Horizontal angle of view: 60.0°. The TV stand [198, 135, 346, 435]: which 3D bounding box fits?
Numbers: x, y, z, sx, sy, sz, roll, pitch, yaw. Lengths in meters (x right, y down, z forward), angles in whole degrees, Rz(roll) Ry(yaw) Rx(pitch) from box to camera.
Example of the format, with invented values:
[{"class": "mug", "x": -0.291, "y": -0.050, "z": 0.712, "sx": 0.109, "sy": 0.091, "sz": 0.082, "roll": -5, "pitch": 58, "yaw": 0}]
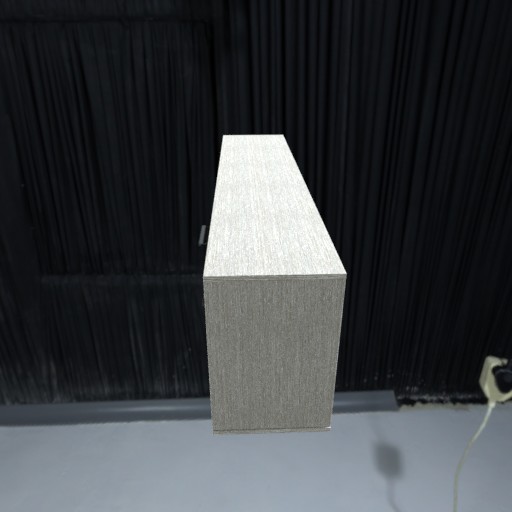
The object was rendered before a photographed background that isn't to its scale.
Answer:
[{"class": "TV stand", "x": 0.000, "y": 0.000, "z": 2.131, "sx": 0.405, "sy": 0.787, "sz": 1.804, "roll": -1, "pitch": 26, "yaw": -2}]
